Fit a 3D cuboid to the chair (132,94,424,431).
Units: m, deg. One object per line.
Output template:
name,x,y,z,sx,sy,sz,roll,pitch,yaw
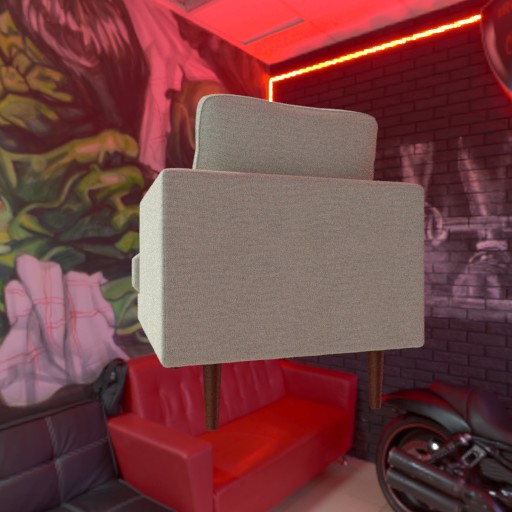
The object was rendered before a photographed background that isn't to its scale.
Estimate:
chair,0.000,0.000,1.671,0.858,0.957,0.899,0,0,-19
